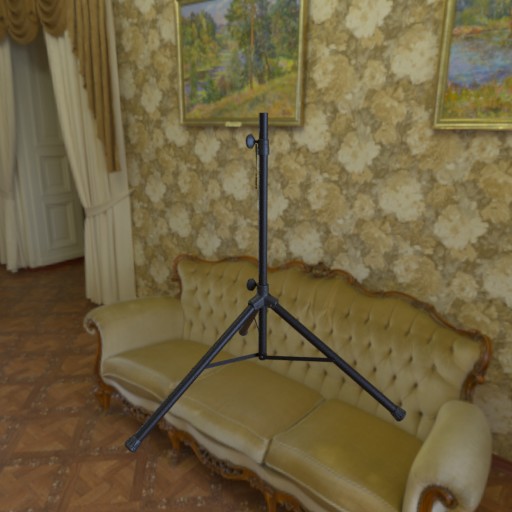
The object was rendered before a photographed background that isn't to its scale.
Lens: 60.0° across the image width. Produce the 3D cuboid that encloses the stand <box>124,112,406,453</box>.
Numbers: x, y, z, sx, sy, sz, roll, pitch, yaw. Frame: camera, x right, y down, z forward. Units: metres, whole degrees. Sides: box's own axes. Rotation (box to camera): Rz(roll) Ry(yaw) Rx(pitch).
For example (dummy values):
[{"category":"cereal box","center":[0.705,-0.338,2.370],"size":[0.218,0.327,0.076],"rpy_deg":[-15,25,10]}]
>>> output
[{"category":"stand","center":[0.000,0.000,1.867],"size":[1.045,1.136,0.907],"rpy_deg":[-2,16,-8]}]
